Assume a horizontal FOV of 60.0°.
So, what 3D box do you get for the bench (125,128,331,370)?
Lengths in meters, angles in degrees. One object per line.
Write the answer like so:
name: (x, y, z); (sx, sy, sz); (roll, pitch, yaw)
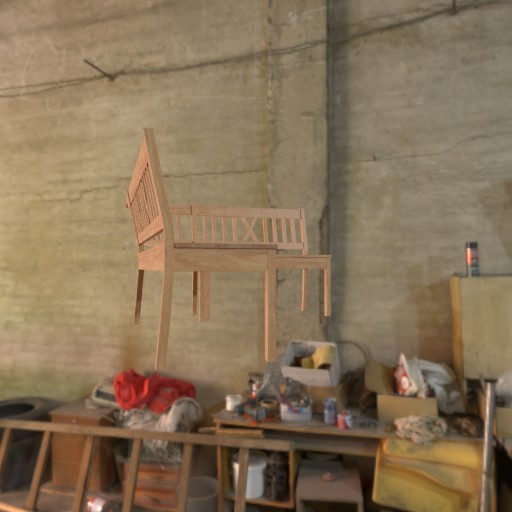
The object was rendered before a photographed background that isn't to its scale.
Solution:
bench: (0.000, 0.000, 2.797); (1.537, 0.902, 1.937); (0, -1, -19)
